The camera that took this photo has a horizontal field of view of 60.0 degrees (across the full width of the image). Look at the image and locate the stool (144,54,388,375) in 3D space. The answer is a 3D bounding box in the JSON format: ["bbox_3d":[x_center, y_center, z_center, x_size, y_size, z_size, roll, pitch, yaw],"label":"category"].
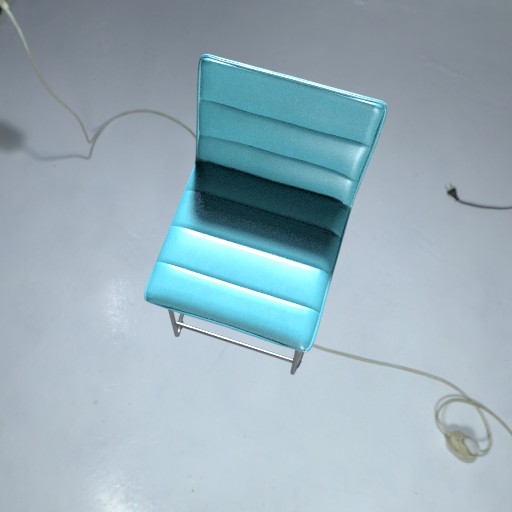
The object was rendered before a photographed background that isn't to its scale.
[{"bbox_3d":[0.000,0.000,1.243,0.489,0.936,0.524,17,75,5],"label":"stool"}]
